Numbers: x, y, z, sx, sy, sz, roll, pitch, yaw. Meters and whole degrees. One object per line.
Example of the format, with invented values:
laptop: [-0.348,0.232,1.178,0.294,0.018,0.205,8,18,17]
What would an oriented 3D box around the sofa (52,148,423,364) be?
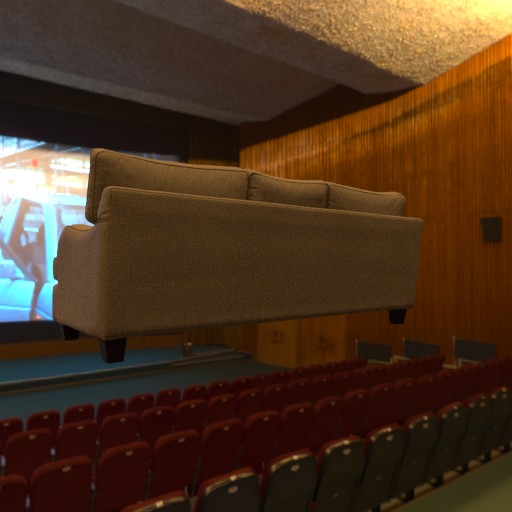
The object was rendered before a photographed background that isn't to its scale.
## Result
sofa: [0.000,0.000,2.923,2.323,0.991,1.016,1,-1,-37]
